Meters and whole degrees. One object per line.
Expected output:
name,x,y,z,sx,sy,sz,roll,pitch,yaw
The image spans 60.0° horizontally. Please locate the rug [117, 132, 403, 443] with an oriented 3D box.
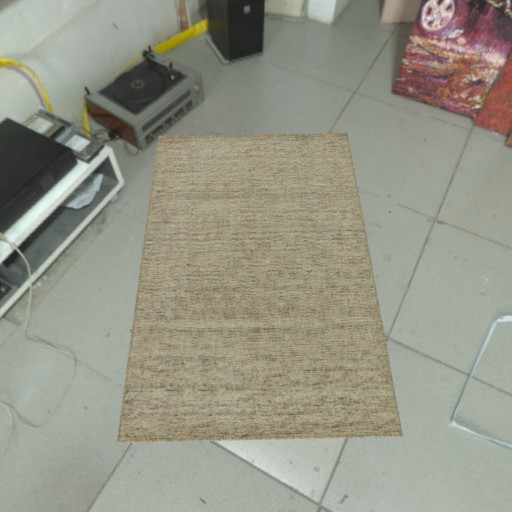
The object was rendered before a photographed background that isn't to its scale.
rug,0.000,0.000,2.348,1.211,0.018,1.822,-1,58,-1
